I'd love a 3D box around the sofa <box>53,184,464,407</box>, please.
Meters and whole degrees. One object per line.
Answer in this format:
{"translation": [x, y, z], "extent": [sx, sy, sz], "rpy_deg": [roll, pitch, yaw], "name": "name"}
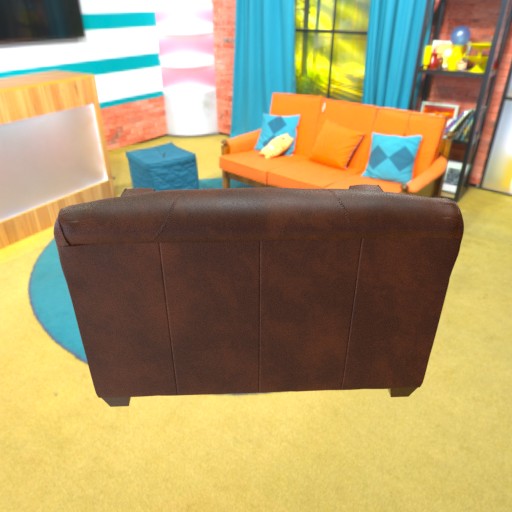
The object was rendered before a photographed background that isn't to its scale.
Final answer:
{"translation": [0.000, 0.000, 2.076], "extent": [1.413, 0.956, 1.000], "rpy_deg": [-1, 30, -2], "name": "sofa"}
